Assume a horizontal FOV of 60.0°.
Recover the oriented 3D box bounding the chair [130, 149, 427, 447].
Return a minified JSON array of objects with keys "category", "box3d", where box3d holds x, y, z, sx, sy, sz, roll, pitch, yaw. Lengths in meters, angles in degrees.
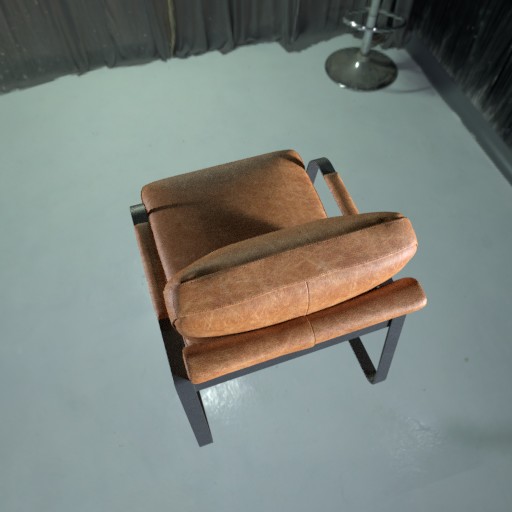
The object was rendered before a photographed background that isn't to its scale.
[{"category":"chair","box3d":[0.000,0.000,1.353,0.651,0.777,0.801,-16,58,-10]}]
